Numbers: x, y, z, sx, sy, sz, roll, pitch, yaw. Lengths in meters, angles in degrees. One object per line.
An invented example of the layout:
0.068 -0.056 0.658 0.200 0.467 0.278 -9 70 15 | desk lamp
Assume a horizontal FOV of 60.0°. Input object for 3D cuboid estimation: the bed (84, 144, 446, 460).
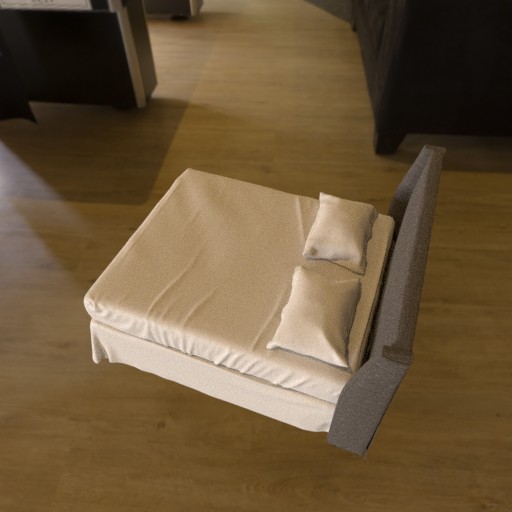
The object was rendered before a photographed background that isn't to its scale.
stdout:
0.000 0.000 3.382 2.276 1.332 1.925 16 49 14 | bed
